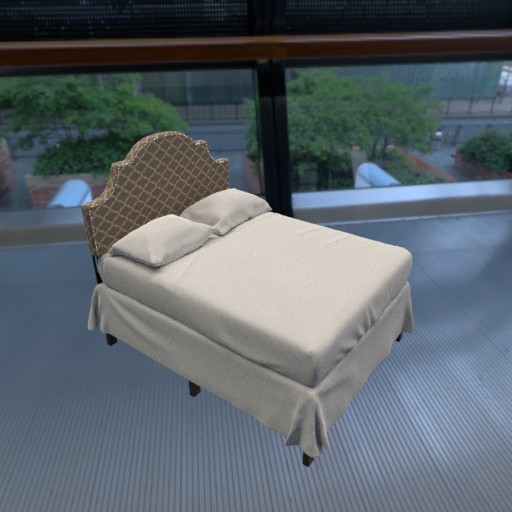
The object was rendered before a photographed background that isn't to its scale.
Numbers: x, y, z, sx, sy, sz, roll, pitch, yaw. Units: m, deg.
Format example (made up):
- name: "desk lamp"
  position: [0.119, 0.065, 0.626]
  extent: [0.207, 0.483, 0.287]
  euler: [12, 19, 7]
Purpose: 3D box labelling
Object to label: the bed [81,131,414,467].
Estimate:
- name: "bed"
  position: [0.000, 0.000, 3.426]
  extent: [2.222, 1.633, 1.780]
  euler: [19, 33, 32]
